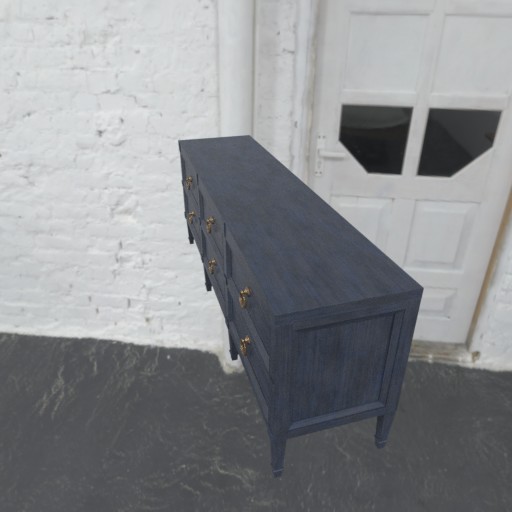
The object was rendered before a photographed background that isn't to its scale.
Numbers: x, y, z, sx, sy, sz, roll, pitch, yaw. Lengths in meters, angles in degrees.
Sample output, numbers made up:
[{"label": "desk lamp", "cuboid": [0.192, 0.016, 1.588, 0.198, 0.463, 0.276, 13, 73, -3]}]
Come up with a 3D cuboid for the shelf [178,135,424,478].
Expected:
[{"label": "shelf", "cuboid": [0.000, 0.000, 2.204, 0.471, 0.715, 1.878, -8, 30, -14]}]
